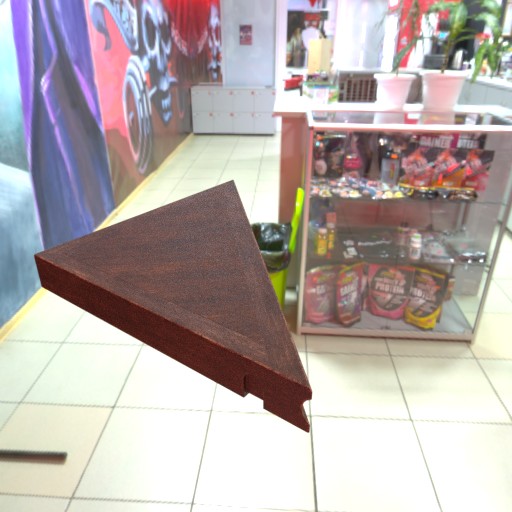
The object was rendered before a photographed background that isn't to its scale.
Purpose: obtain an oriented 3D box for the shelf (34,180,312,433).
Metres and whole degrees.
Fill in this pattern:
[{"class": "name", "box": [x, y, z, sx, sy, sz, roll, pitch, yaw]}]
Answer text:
[{"class": "shelf", "box": [0.000, 0.000, 0.445, 0.296, 0.035, 0.296, 18, 32, 32]}]
